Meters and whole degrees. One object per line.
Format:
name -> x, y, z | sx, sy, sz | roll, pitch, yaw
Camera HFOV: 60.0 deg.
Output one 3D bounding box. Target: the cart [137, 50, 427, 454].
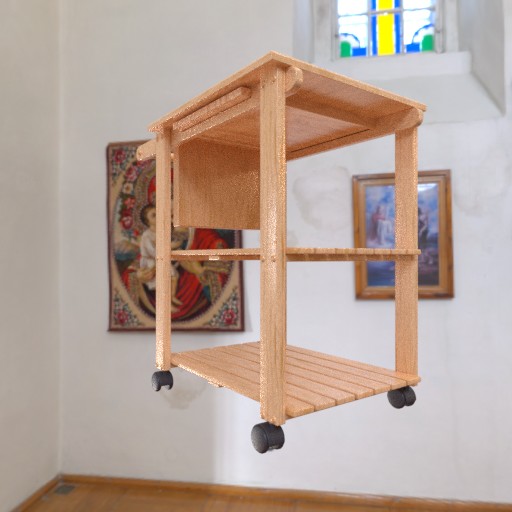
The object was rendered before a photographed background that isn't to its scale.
cart -> 0.000, 0.000, 1.339 | 0.520, 0.816, 0.843 | 0, 0, -36
